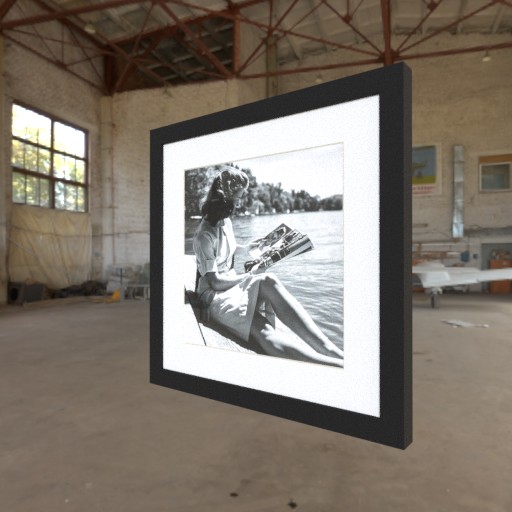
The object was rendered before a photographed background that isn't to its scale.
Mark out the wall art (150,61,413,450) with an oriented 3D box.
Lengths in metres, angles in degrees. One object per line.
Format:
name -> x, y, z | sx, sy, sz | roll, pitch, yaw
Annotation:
wall art -> 0.000, 0.000, 0.674 | 0.462, 0.458, 0.030 | 0, 0, 38
